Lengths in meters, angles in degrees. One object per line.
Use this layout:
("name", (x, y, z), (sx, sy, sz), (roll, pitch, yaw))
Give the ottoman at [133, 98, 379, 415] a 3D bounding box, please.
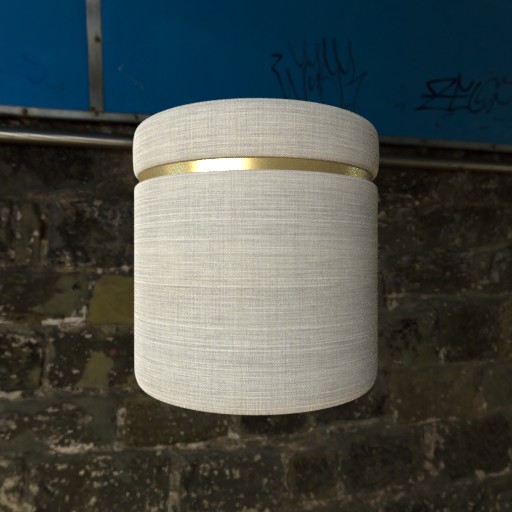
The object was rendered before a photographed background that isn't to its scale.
("ottoman", (0.000, 0.000, 0.748), (0.400, 0.406, 0.400), (0, 0, 0))
